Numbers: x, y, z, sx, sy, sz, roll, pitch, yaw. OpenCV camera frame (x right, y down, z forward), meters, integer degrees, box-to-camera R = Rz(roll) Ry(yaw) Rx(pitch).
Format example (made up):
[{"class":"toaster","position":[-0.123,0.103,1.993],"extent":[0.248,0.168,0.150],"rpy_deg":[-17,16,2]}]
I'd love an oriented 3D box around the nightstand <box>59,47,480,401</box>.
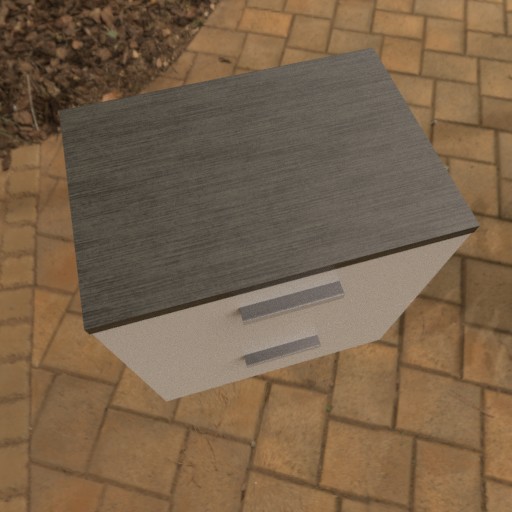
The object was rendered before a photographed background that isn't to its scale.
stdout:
[{"class":"nightstand","position":[0.000,0.000,0.740],"extent":[0.441,0.460,0.325],"rpy_deg":[-14,64,-7]}]
